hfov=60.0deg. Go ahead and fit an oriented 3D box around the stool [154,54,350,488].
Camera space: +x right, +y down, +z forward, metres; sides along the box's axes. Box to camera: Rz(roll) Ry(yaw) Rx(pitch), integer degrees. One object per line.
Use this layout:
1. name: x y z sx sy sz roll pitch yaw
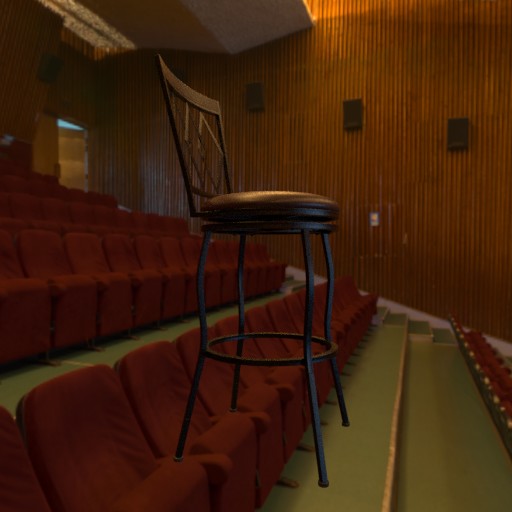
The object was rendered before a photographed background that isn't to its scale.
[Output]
1. stool: 0.000 0.000 1.368 0.521 1.134 0.432 0 0 19
